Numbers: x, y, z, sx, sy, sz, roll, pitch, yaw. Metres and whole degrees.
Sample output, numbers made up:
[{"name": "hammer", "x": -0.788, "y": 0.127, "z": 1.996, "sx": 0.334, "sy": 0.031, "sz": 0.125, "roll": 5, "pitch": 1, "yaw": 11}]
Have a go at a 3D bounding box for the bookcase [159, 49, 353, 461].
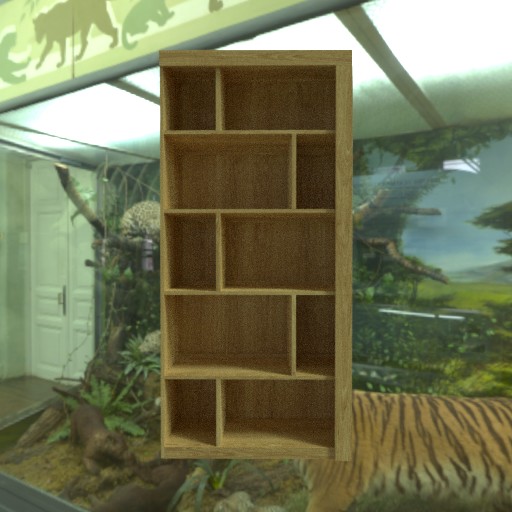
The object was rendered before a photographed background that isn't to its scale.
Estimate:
[{"name": "bookcase", "x": 0.000, "y": 0.000, "z": 2.388, "sx": 0.950, "sy": 2.020, "sz": 0.420, "roll": 0, "pitch": 1, "yaw": 1}]
